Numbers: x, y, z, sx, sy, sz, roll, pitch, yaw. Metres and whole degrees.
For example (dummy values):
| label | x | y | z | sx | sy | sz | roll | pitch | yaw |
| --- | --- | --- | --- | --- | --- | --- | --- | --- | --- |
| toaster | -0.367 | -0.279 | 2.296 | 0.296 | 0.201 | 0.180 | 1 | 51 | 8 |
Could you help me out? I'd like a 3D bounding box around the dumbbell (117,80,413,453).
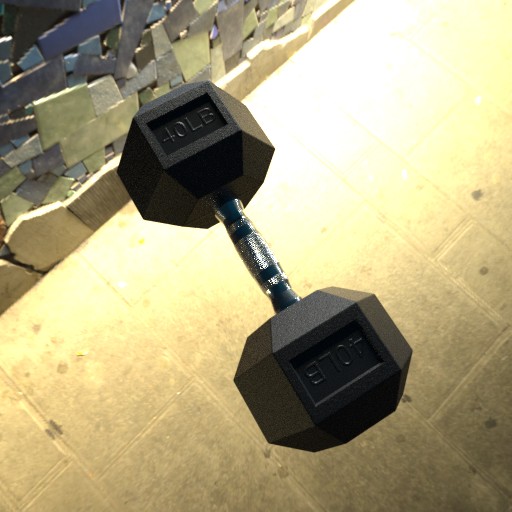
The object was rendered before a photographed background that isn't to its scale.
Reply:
| label | x | y | z | sx | sy | sz | roll | pitch | yaw |
| --- | --- | --- | --- | --- | --- | --- | --- | --- | --- |
| dumbbell | 0.000 | 0.000 | 0.438 | 0.157 | 0.137 | 0.361 | -30 | 76 | -8 |
